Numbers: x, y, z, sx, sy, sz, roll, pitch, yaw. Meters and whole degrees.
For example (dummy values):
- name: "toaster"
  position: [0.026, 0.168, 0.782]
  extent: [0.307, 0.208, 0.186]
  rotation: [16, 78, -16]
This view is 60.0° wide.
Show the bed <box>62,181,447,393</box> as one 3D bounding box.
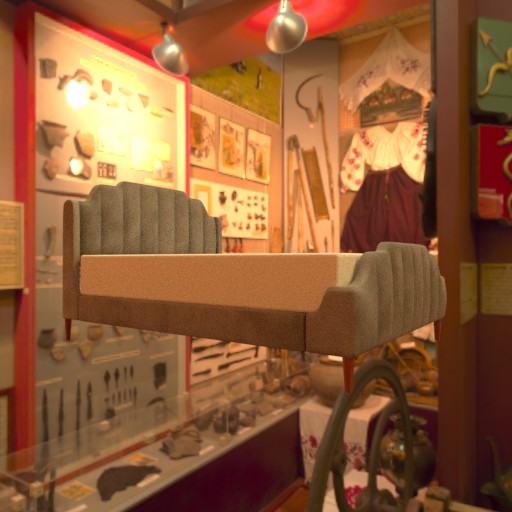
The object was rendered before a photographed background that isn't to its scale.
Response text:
- name: "bed"
  position: [0.000, 0.000, 3.283]
  extent: [2.340, 1.245, 1.676]
  rotation: [0, 0, 36]
